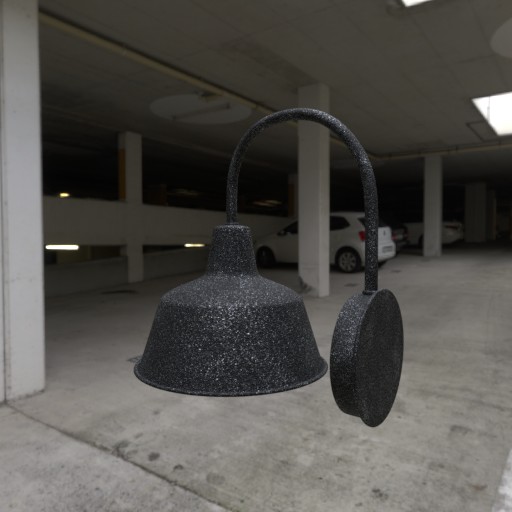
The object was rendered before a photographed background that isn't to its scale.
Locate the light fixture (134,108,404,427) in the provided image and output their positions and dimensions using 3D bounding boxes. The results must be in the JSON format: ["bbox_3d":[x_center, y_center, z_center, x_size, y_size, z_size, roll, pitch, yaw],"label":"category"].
[{"bbox_3d":[0.000,0.000,0.481,0.283,0.300,0.216,1,2,36],"label":"light fixture"}]
